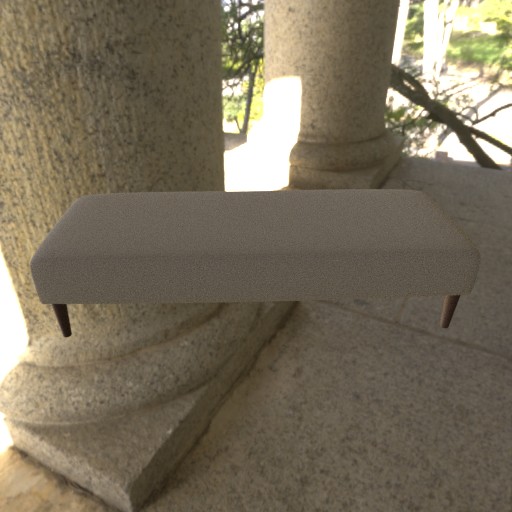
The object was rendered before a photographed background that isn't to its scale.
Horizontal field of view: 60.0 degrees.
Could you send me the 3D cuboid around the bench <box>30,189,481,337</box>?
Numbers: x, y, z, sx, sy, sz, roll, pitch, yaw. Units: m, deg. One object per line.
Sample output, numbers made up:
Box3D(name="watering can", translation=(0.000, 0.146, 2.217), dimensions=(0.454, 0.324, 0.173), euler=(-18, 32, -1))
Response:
Box3D(name="bench", translation=(0.000, 0.000, 1.896), dimensions=(1.609, 0.393, 0.646), euler=(-1, 30, -2))
